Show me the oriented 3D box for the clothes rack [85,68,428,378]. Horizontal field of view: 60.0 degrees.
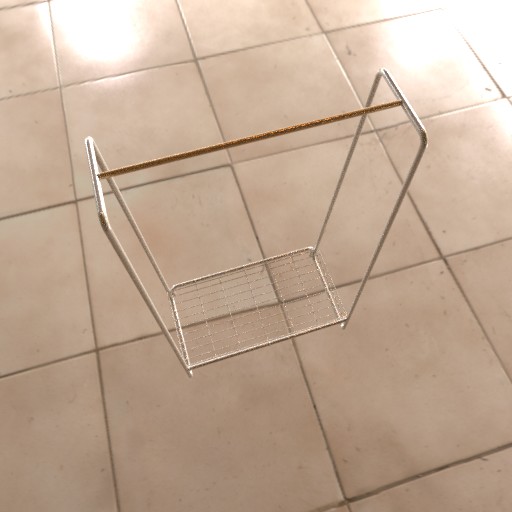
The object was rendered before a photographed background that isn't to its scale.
[{"bbox_3d":[0.000,0.000,1.875,0.900,1.500,0.495,-16,65,-8],"label":"clothes rack"}]
